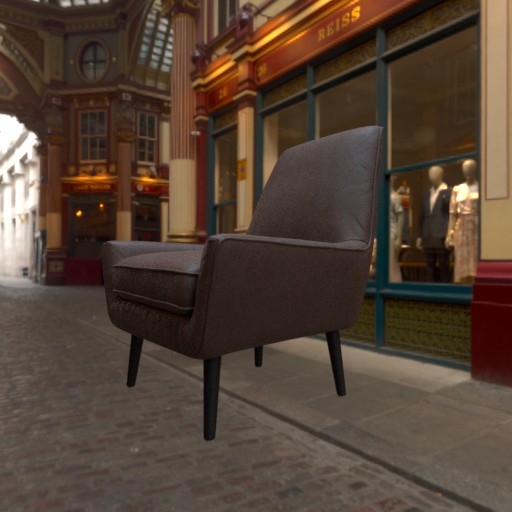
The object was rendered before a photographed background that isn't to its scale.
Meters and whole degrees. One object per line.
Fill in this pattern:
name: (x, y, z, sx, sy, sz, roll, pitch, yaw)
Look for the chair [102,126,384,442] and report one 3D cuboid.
chair: (0.000, 0.000, 1.476, 0.824, 0.888, 0.787, 0, 1, -36)
